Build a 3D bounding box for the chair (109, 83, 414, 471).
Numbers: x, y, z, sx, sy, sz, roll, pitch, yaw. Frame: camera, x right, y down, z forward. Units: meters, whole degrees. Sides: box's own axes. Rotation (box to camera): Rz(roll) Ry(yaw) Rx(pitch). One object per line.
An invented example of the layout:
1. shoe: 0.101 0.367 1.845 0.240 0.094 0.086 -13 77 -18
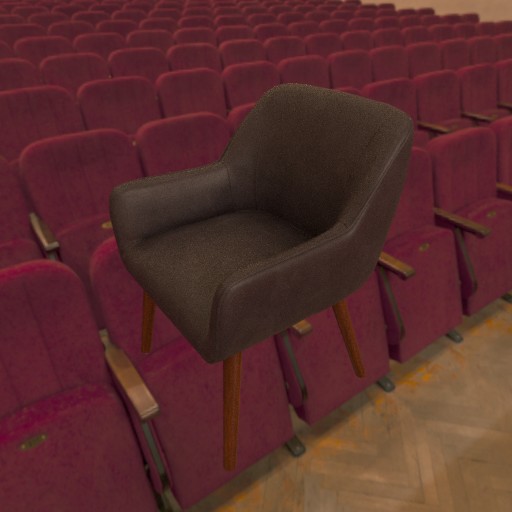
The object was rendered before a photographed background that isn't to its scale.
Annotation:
1. chair: 0.000 0.000 1.254 0.610 0.828 0.610 -20 37 -30
